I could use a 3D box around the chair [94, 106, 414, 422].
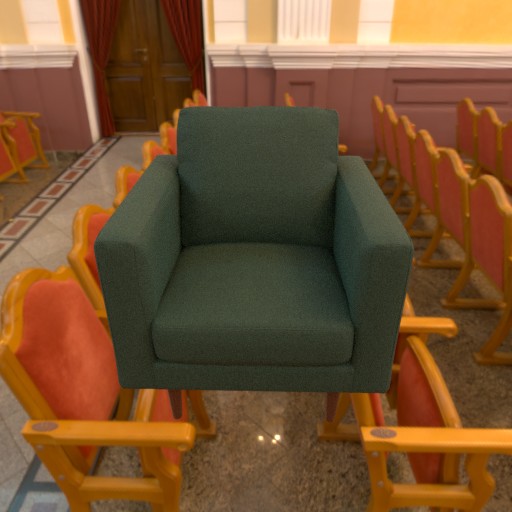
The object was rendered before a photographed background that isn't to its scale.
[{"bbox_3d":[0.000,0.000,1.573,0.855,0.927,0.800,1,29,1],"label":"chair"}]
